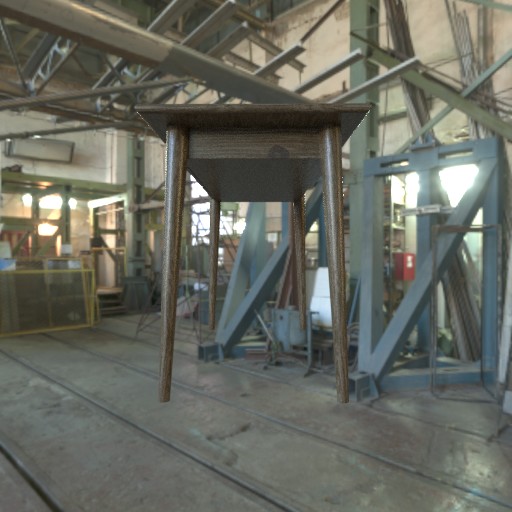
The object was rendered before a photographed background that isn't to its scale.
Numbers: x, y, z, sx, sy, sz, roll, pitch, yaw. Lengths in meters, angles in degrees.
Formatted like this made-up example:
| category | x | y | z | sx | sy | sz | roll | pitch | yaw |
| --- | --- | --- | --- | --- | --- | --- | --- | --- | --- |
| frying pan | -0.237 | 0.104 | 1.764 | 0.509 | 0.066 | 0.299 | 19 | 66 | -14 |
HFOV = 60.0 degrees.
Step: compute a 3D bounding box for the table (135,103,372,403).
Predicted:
| category | x | y | z | sx | sy | sz | roll | pitch | yaw |
| --- | --- | --- | --- | --- | --- | --- | --- | --- | --- |
| table | 0.000 | 0.000 | 1.771 | 0.599 | 0.780 | 1.300 | 0 | 0 | 1 |
